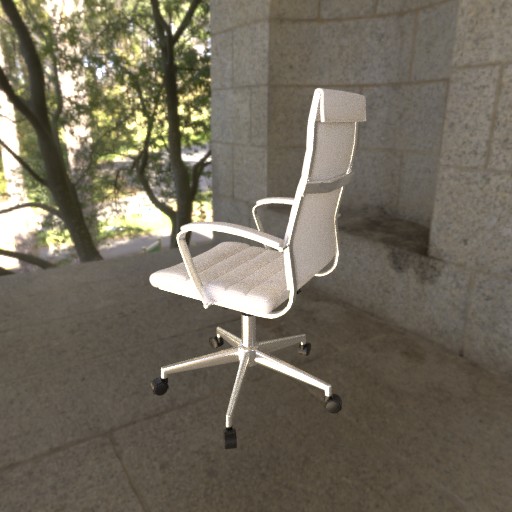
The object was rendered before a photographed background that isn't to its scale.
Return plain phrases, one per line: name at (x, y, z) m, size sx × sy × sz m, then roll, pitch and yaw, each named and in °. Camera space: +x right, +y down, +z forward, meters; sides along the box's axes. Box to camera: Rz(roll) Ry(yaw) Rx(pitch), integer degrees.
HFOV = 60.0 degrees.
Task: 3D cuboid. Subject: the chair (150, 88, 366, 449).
chair at (0.000, 0.000, 1.678) m, size 0.739 × 1.149 × 0.766 m, roll 9°, pitch 19°, yaw 27°
